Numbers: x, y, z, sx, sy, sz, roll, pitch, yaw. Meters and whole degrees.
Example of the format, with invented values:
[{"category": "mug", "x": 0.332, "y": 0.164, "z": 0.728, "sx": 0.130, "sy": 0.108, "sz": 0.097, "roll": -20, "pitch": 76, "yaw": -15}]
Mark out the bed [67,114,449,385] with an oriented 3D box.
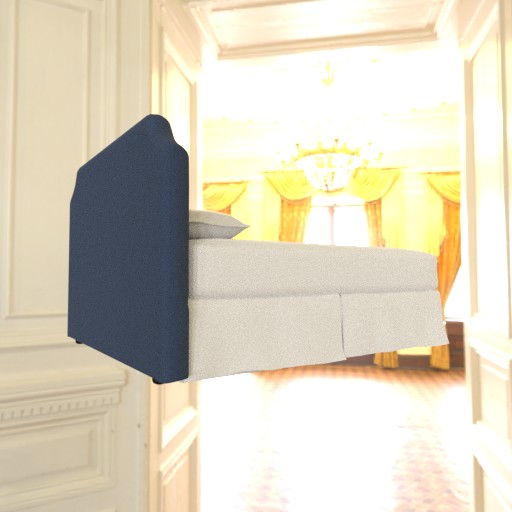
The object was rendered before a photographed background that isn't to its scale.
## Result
[{"category": "bed", "x": 0.000, "y": 0.000, "z": 3.311, "sx": 2.260, "sy": 1.297, "sz": 1.831, "roll": 2, "pitch": -3, "yaw": -35}]
